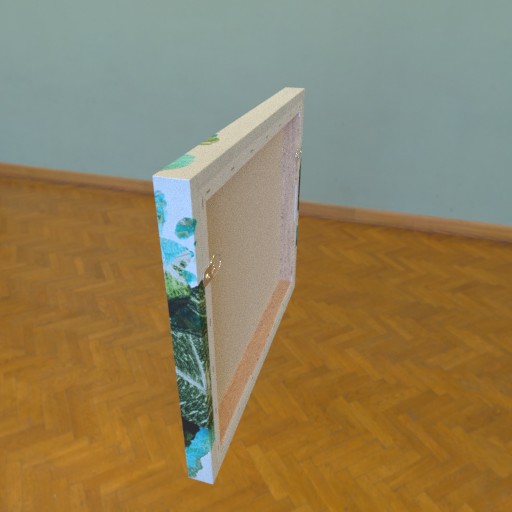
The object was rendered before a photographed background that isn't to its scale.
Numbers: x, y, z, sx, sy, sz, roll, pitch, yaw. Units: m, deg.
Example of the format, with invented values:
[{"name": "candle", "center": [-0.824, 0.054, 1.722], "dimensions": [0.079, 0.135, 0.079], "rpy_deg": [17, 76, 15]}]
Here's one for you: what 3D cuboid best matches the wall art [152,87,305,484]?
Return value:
[{"name": "wall art", "center": [0.000, 0.000, 0.711], "dimensions": [0.041, 0.435, 0.507], "rpy_deg": [9, 31, 15]}]
